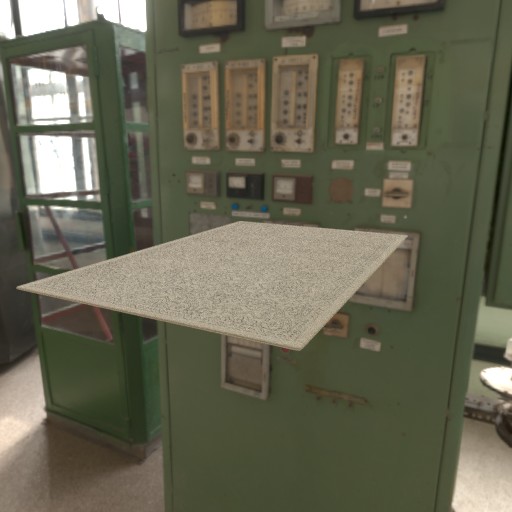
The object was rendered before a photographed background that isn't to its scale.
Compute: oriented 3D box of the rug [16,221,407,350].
[{"bbox_3d":[0.000,0.000,2.286,1.219,0.010,1.829,7,15,26],"label":"rug"}]
